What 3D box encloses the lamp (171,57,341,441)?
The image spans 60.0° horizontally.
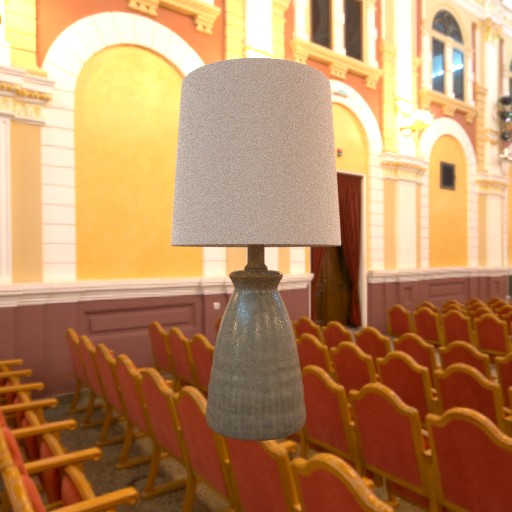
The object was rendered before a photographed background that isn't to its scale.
[{"bbox_3d":[0.000,0.000,0.494,0.186,0.369,0.186,0,0,0],"label":"lamp"}]
